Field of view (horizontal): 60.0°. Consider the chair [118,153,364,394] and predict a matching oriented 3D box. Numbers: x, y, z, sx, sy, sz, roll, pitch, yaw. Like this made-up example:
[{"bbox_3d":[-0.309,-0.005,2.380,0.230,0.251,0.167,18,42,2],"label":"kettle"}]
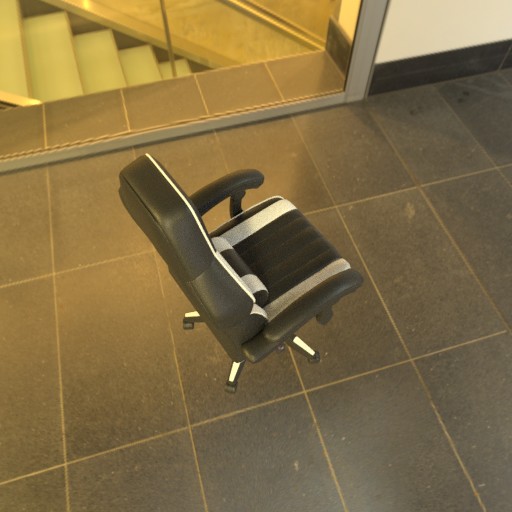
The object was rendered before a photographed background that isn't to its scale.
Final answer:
[{"bbox_3d":[0.000,0.000,1.628,0.700,1.200,0.676,-32,63,-18],"label":"chair"}]
